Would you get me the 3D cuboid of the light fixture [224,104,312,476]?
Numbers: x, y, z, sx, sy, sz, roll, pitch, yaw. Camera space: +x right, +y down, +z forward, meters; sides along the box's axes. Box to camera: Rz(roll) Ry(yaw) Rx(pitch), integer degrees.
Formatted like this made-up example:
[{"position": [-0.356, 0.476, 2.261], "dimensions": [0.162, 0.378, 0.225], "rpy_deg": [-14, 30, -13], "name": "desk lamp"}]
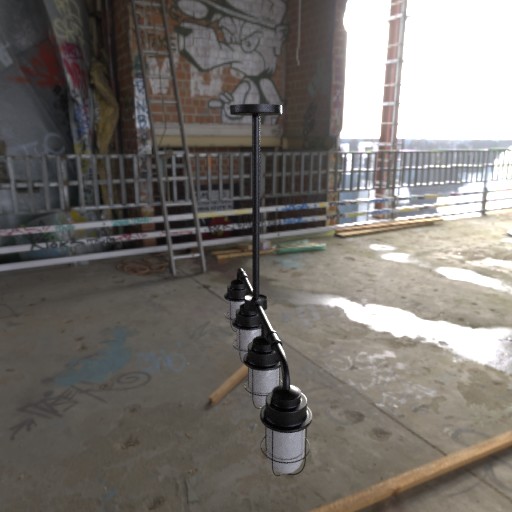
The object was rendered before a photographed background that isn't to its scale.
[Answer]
[{"position": [0.000, 0.000, 1.221], "dimensions": [0.131, 0.785, 0.852], "rpy_deg": [-3, 15, -9], "name": "light fixture"}]
